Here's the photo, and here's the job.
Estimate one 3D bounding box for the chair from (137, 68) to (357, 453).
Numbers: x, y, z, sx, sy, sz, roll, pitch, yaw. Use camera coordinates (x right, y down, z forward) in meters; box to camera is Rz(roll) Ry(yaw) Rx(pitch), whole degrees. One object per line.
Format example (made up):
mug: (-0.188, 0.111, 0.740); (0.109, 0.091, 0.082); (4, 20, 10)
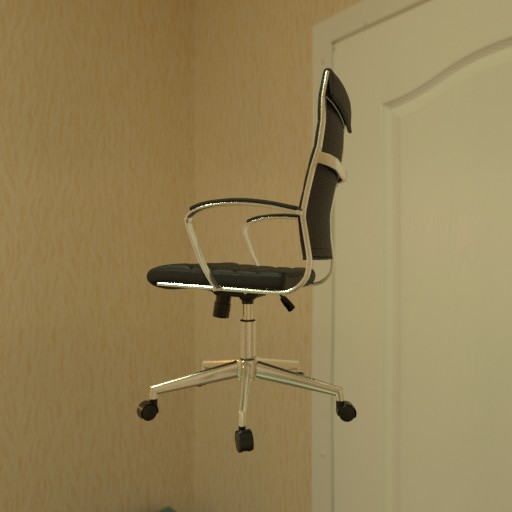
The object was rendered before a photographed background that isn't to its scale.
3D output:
chair: (0.000, 0.000, 1.658); (0.739, 1.149, 0.766); (0, 0, 19)
